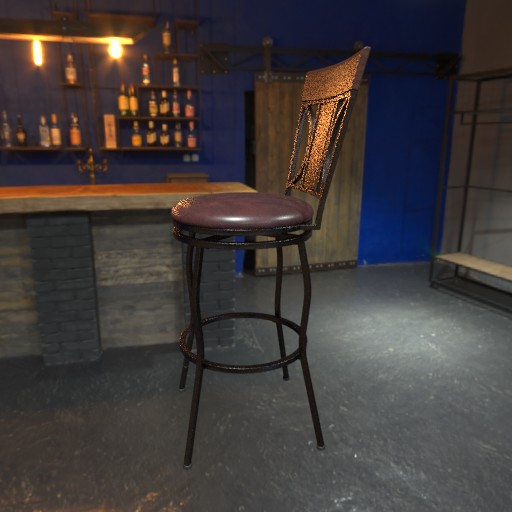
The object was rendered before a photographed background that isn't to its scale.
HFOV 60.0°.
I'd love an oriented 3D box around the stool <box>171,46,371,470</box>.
[{"bbox_3d":[0.000,0.000,1.373,0.513,1.130,0.448,-3,16,-11],"label":"stool"}]
